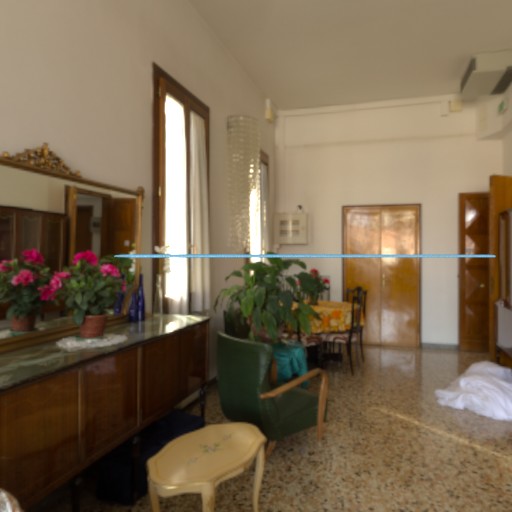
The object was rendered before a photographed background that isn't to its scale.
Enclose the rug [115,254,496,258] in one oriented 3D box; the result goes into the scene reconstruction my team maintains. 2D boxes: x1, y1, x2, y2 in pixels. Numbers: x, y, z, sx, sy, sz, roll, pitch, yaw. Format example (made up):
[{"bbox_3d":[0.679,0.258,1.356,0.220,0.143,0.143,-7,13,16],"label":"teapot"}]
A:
[{"bbox_3d":[0.000,0.000,3.962,2.350,0.018,2.964,0,0,-19],"label":"rug"}]
